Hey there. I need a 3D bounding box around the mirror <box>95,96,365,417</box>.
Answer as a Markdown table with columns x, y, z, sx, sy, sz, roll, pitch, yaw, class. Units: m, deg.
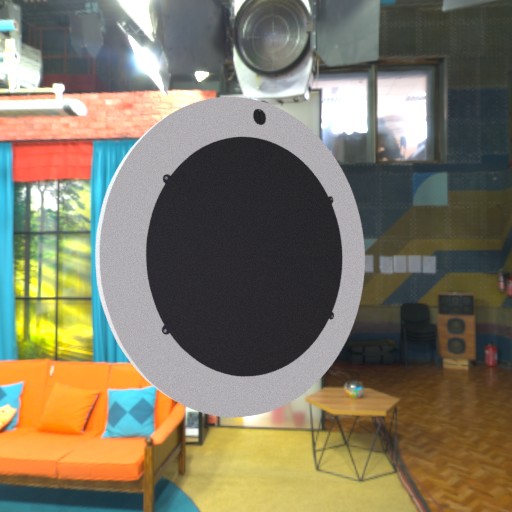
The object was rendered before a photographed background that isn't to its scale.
| x | y | z | sx | sy | sz | roll | pitch | yaw | class |
| --- | --- | --- | --- | --- | --- | --- | --- | --- | --- |
| 0.000 | 0.000 | 1.305 | 0.914 | 0.914 | 0.038 | 1 | -2 | -35 | mirror |
